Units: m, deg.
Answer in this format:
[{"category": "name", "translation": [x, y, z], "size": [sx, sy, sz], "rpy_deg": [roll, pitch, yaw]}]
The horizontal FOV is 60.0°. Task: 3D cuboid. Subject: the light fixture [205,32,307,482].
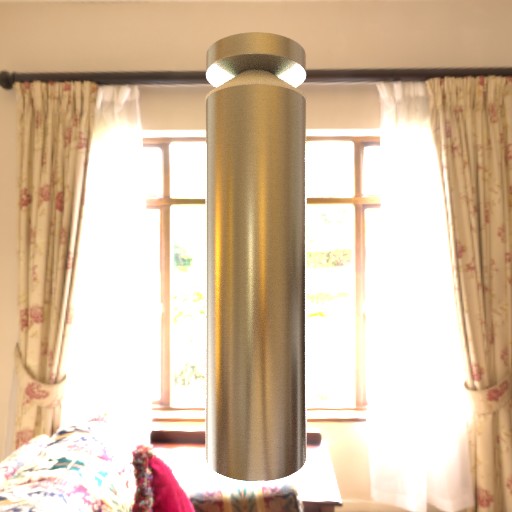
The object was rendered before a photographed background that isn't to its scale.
[{"category": "light fixture", "translation": [0.000, 0.000, 0.444], "size": [0.102, 0.400, 0.102], "rpy_deg": [1, -1, -38]}]
